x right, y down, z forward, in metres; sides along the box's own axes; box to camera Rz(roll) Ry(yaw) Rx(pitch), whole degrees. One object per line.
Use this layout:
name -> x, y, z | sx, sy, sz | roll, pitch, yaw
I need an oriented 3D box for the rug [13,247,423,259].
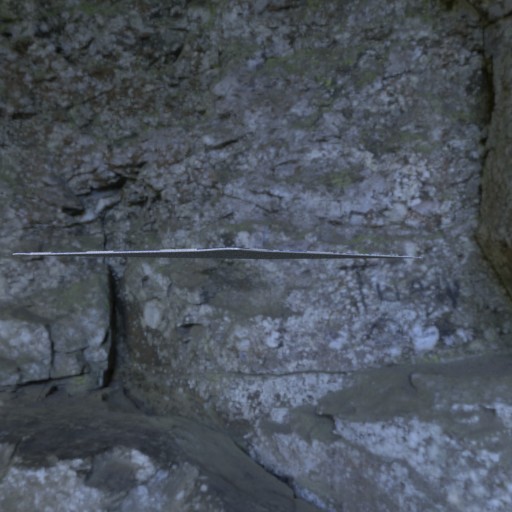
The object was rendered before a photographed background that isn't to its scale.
rug -> 0.000, 0.000, 2.063 | 1.072, 0.013, 1.698 | -1, -1, 35
